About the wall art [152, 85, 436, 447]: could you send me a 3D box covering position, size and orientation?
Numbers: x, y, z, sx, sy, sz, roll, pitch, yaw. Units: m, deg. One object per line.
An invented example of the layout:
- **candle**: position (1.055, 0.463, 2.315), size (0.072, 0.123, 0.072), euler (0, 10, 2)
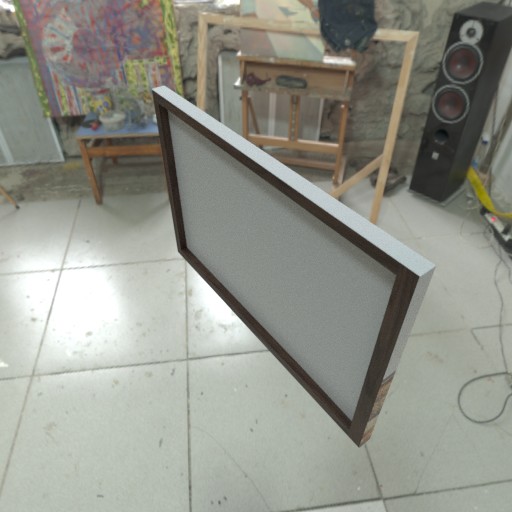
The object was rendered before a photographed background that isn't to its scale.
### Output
- **wall art**: position (0.000, 0.000, 1.469), size (0.051, 0.761, 1.138), euler (-27, 49, -26)
